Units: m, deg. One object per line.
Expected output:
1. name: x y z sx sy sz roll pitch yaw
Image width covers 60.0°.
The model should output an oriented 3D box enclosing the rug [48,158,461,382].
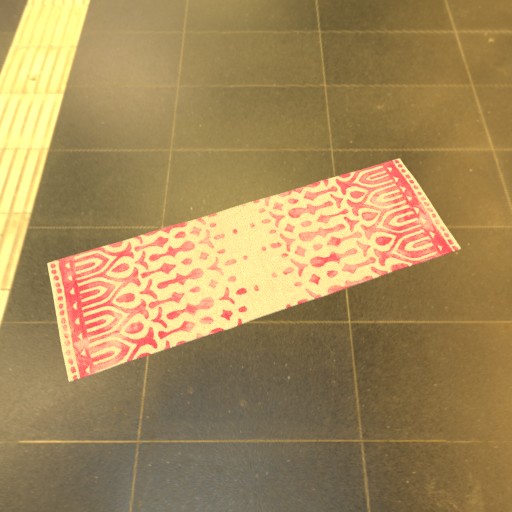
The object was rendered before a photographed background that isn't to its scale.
1. rug: 0.000 0.000 2.758 2.458 0.011 0.787 -18 64 -9
